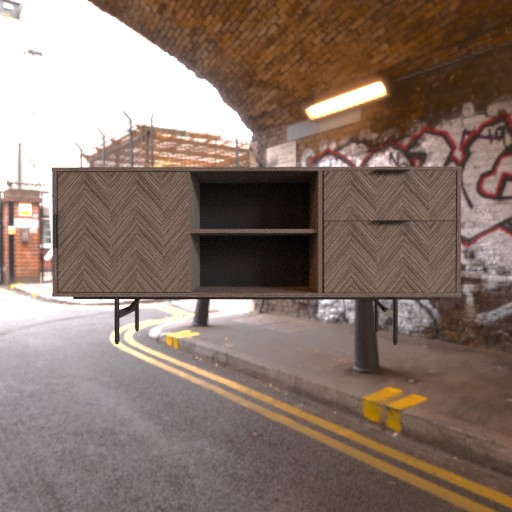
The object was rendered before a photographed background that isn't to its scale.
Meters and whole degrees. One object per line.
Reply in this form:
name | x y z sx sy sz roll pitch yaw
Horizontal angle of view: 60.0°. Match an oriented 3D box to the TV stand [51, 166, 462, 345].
TV stand | 0.000 0.000 2.121 1.804 0.787 0.405 0 1 1
